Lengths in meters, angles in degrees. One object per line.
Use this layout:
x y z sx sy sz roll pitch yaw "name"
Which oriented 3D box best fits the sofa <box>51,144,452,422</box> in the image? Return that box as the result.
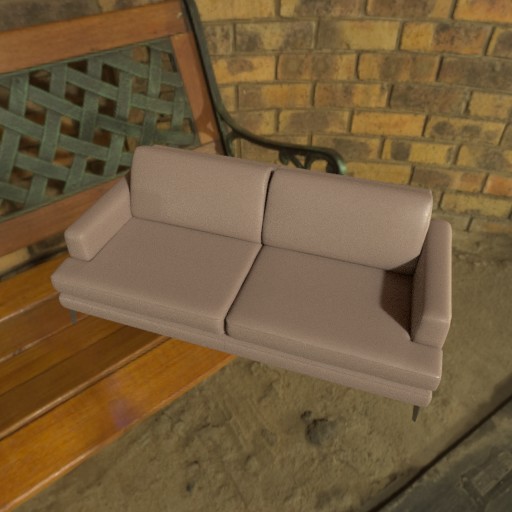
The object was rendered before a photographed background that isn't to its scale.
0.000 0.000 2.375 1.940 0.765 0.974 12 42 14 "sofa"
